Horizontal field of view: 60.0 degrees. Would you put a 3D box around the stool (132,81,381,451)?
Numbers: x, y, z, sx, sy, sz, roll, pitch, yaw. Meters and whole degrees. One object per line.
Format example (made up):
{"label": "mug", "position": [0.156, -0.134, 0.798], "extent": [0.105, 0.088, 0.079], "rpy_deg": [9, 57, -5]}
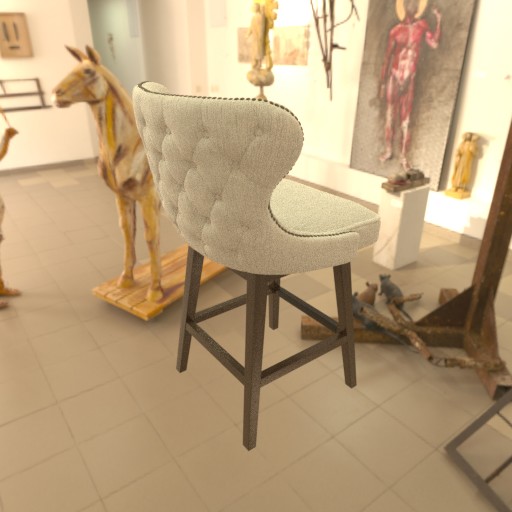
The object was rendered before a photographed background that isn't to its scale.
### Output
{"label": "stool", "position": [0.000, 0.000, 1.337], "extent": [0.597, 0.972, 0.615], "rpy_deg": [-18, 31, -33]}
